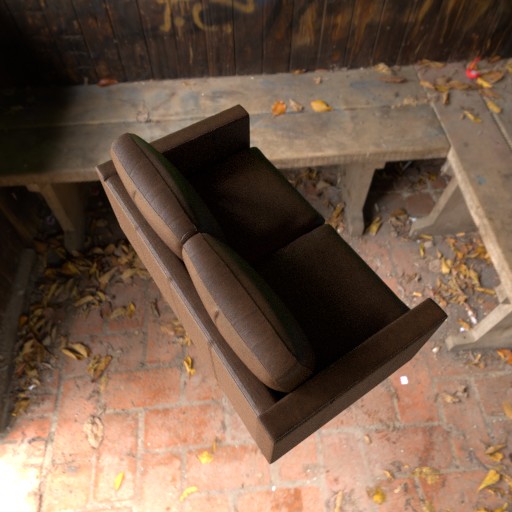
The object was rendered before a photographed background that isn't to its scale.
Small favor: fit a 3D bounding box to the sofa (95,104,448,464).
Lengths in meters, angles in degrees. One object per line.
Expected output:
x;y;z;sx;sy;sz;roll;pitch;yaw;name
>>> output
0.000;0.000;2.195;0.909;0.951;1.578;-29;62;-17;sofa
